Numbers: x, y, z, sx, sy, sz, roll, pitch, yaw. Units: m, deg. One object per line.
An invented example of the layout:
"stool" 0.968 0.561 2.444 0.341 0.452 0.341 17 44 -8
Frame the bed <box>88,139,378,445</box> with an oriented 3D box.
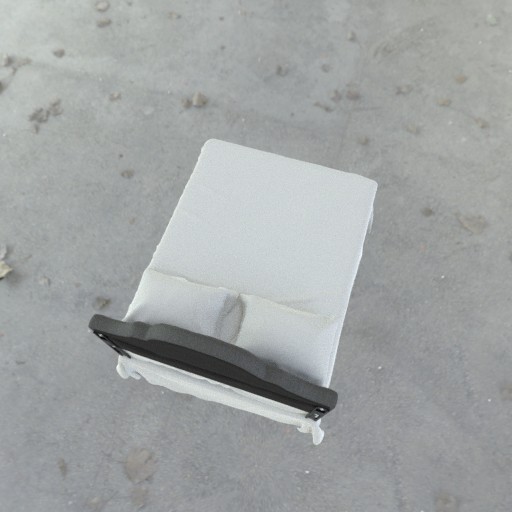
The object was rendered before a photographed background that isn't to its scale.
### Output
"bed" 0.000 0.000 3.424 1.780 1.634 2.222 16 66 8
